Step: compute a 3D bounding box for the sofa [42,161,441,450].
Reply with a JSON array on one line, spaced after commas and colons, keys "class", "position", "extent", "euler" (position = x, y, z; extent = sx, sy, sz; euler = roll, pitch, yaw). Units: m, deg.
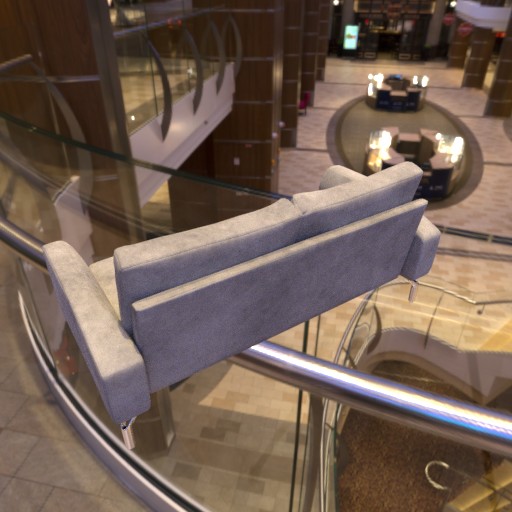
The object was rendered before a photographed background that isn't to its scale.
[{"class": "sofa", "position": [0.000, 0.000, 2.262], "extent": [1.837, 0.859, 0.849], "euler": [-20, 38, -28]}]
